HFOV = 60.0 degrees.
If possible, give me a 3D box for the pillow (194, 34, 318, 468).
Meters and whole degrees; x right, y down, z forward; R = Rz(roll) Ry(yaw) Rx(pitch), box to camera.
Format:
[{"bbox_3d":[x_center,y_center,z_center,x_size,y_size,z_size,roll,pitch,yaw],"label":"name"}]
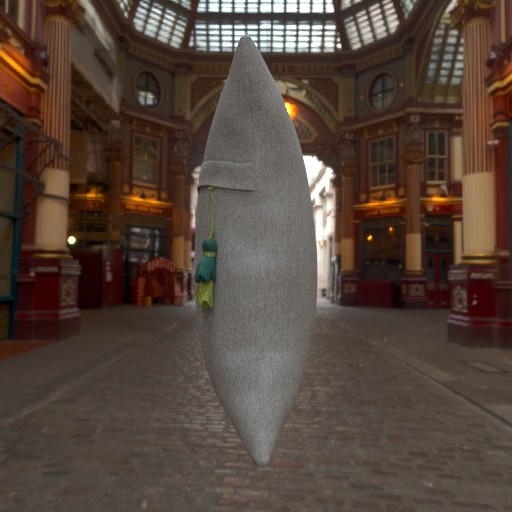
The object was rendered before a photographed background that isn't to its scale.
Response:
[{"bbox_3d":[0.000,0.000,0.658,0.173,0.436,0.433,0,-3,0],"label":"pillow"}]
